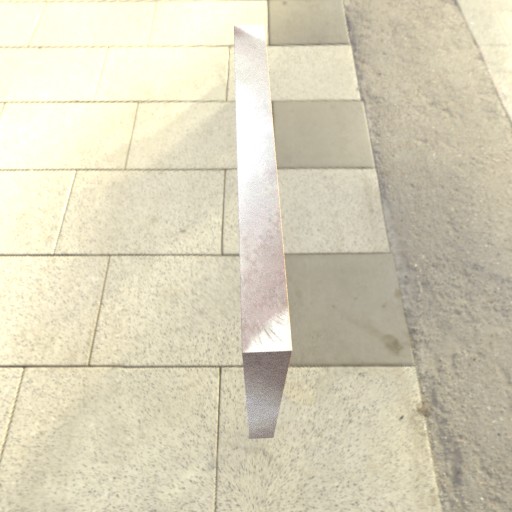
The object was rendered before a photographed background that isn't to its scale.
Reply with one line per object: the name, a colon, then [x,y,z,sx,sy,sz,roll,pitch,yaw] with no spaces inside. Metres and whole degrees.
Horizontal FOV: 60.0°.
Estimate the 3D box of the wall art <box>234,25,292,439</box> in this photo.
wall art: [0.000,0.000,0.451,0.028,0.303,0.303,-2,59,-1]
